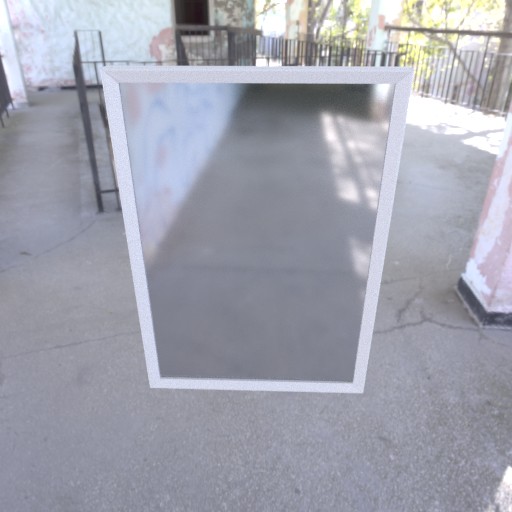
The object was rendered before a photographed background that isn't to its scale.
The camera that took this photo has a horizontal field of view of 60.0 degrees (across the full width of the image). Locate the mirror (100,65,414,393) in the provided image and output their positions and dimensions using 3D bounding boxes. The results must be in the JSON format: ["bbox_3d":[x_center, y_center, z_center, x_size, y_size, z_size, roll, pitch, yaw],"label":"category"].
[{"bbox_3d":[0.000,0.000,0.901,0.507,0.710,0.039,1,29,2],"label":"mirror"}]
